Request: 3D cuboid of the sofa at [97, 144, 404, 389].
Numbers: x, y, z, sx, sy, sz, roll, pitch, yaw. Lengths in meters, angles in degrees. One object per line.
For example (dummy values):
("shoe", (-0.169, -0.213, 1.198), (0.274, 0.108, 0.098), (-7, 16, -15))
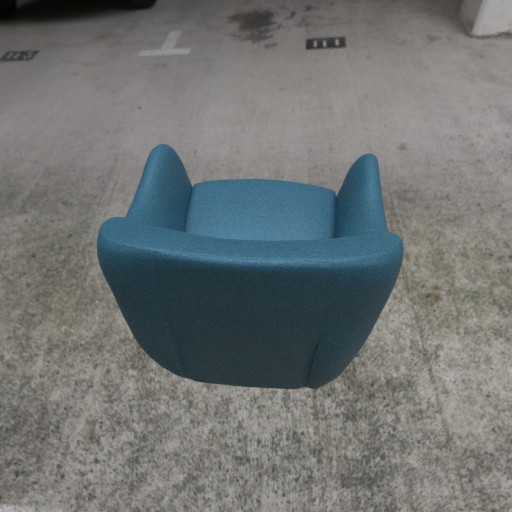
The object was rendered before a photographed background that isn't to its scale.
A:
("sofa", (0.000, 0.000, 1.518), (0.836, 0.817, 0.825), (3, 47, 3))
